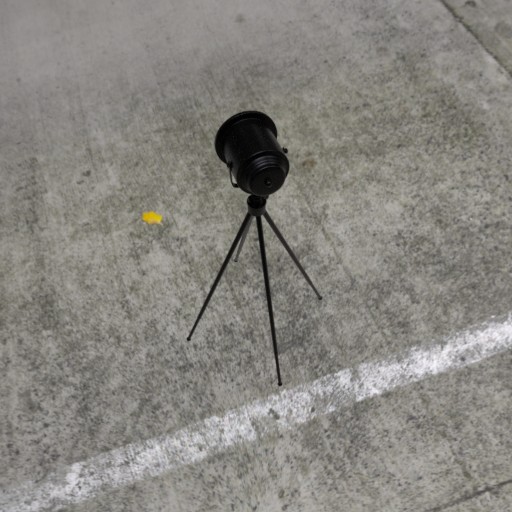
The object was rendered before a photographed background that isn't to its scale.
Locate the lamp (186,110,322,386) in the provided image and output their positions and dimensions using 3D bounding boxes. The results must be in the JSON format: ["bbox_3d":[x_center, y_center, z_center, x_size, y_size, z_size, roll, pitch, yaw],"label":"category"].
[{"bbox_3d":[0.000,0.000,2.095,0.879,1.504,0.884,-16,60,-9],"label":"lamp"}]
